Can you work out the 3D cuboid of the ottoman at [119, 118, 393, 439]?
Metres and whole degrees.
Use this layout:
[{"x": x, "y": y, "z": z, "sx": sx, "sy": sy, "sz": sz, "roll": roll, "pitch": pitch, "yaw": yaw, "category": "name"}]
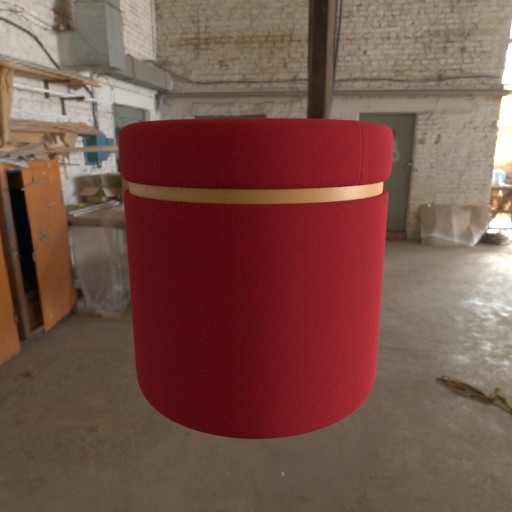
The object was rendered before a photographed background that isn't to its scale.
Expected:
[{"x": 0.000, "y": 0.000, "z": 0.715, "sx": 0.400, "sy": 0.406, "sz": 0.400, "roll": 0, "pitch": 14, "yaw": 0, "category": "ottoman"}]
